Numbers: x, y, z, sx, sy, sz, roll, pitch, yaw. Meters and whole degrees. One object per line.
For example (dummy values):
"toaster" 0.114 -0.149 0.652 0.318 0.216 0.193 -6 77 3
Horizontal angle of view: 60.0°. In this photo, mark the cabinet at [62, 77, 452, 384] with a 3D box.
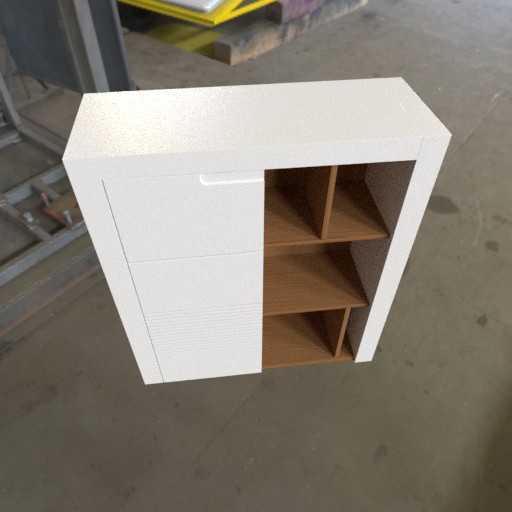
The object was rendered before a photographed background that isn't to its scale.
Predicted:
"cabinet" 0.000 0.000 1.650 0.990 1.150 0.348 -5 46 -5
